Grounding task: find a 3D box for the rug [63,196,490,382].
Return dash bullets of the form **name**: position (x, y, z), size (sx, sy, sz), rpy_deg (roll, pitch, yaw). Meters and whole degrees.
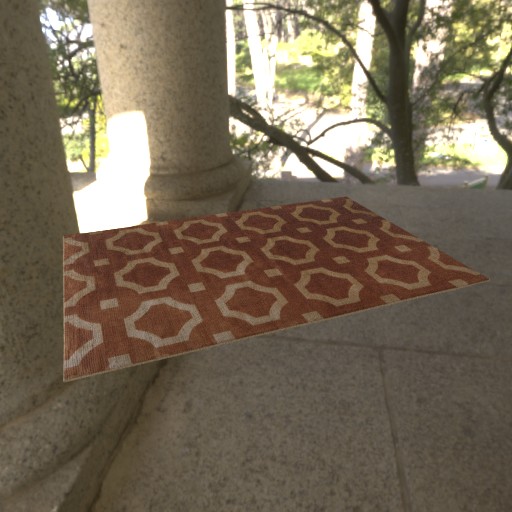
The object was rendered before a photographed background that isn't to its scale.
- **rug**: position (0.000, 0.000, 2.820), size (2.286, 0.016, 1.555), rpy_deg (-10, 28, -19)
